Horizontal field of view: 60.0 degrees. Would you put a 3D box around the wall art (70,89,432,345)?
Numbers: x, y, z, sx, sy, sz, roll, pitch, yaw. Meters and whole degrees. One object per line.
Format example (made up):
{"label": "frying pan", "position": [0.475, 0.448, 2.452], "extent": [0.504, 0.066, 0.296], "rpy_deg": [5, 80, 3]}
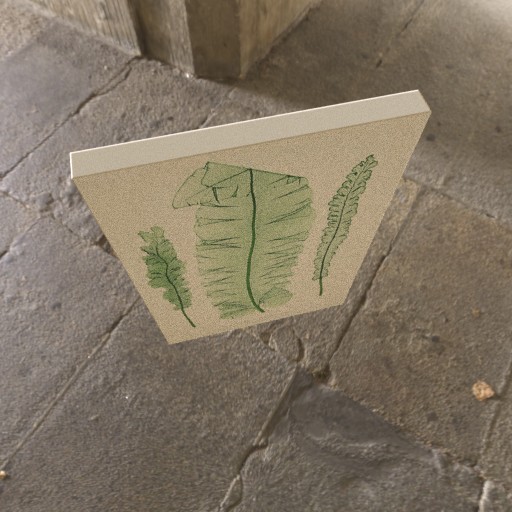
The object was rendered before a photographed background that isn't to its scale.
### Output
{"label": "wall art", "position": [0.000, 0.000, 0.778], "extent": [0.418, 0.608, 0.038], "rpy_deg": [-12, 63, -6]}
